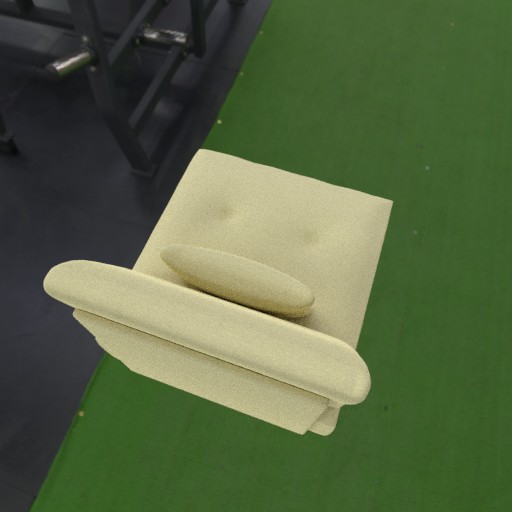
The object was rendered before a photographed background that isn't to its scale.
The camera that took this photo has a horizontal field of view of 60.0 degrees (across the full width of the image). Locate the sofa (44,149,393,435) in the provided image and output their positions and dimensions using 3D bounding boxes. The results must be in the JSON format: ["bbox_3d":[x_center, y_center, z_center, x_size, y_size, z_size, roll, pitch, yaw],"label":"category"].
[{"bbox_3d":[0.000,0.000,1.674,0.930,0.820,1.000,18,64,9],"label":"sofa"}]
